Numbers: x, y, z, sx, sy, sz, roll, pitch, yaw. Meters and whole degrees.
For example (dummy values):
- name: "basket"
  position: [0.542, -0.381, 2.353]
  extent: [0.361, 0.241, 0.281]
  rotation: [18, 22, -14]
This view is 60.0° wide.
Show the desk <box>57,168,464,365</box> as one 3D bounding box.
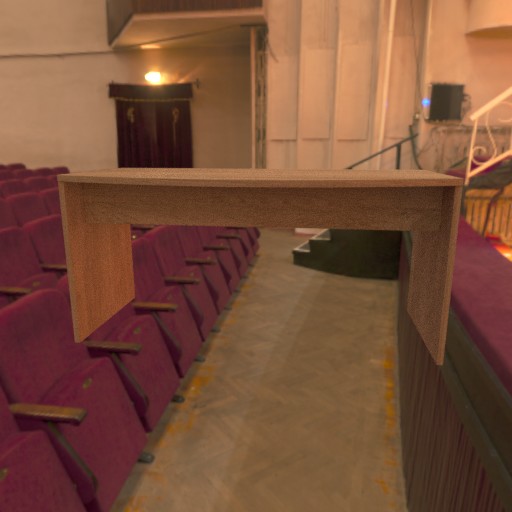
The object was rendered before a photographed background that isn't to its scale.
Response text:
- name: "desk"
  position: [0.000, 0.000, 2.044]
  extent: [1.600, 0.752, 0.802]
  rotation: [2, 14, 8]
